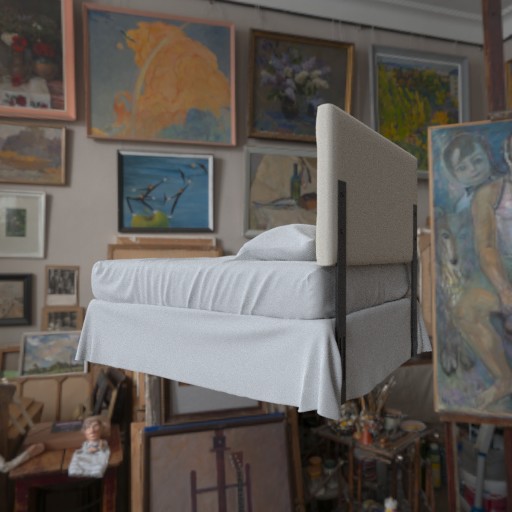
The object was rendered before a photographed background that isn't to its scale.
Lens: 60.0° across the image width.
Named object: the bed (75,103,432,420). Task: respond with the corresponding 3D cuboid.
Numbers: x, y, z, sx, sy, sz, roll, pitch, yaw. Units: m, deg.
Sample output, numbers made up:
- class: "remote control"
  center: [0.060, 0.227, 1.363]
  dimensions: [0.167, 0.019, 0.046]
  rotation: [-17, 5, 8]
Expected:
- class: "bed"
  center: [0.000, 0.000, 3.490]
  dimensions: [2.222, 1.577, 1.936]
  rotation: [0, 0, 35]
